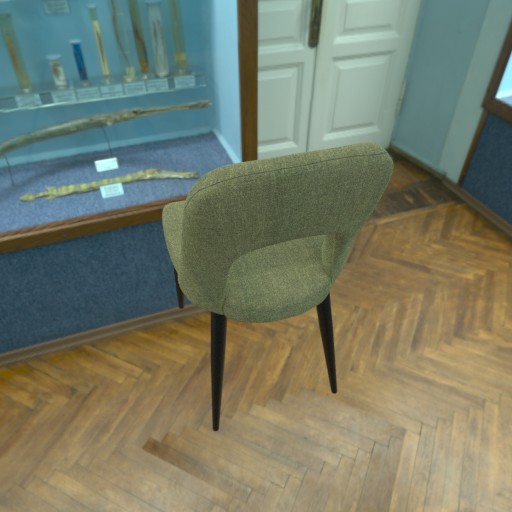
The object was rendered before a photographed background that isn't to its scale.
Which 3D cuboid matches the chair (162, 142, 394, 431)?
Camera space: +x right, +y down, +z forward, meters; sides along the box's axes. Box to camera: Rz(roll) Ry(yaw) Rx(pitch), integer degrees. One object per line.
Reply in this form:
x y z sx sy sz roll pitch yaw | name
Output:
0.000 0.000 1.265 0.470 0.931 0.612 -12 43 -13 | chair
